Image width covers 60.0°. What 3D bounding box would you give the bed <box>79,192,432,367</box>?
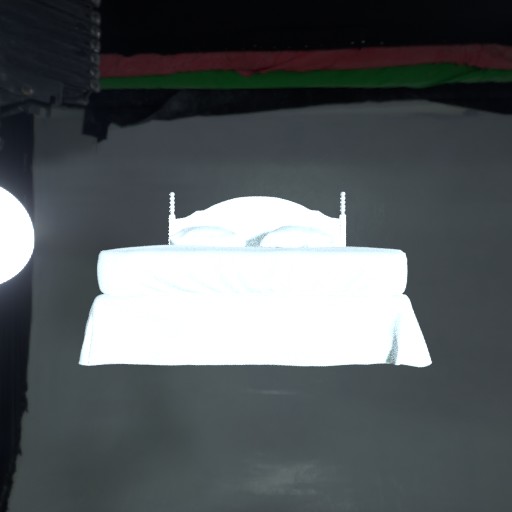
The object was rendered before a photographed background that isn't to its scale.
[{"bbox_3d":[0.000,0.000,3.770,2.322,1.355,2.219,0,1,1],"label":"bed"}]
